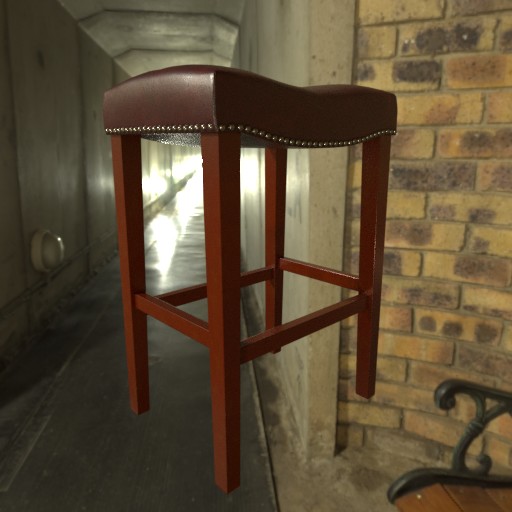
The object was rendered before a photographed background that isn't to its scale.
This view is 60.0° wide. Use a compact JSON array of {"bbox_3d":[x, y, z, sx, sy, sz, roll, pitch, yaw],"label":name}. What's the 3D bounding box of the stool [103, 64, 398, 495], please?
[{"bbox_3d":[0.000,0.000,0.993,0.504,0.742,0.372,-13,20,-41],"label":"stool"}]
